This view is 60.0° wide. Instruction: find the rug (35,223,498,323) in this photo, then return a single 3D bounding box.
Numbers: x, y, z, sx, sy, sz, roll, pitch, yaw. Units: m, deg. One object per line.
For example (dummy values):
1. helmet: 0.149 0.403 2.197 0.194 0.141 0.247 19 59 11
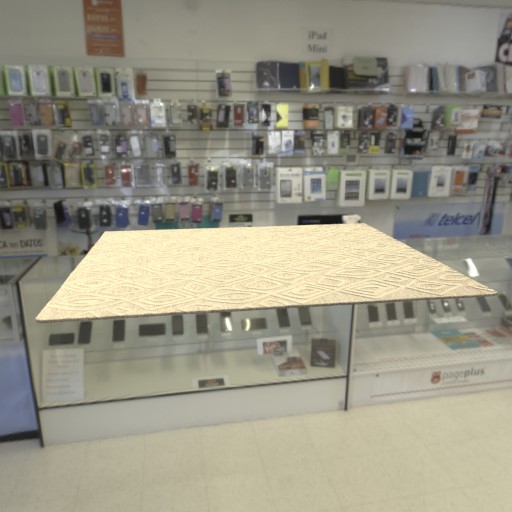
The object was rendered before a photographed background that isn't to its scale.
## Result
1. rug: 0.000 0.000 4.006 3.049 0.025 2.449 -2 16 -8
